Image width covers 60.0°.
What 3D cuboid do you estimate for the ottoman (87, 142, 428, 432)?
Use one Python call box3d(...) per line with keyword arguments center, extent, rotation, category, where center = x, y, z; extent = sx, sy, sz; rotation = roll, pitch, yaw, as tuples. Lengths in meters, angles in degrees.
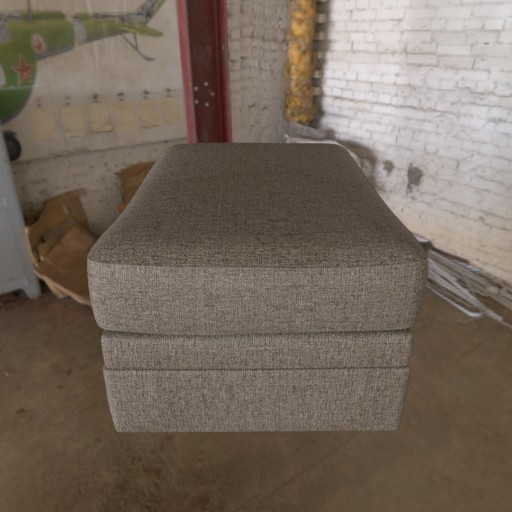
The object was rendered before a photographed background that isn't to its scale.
box3d(center=(0.000, 0.000, 1.226), extent=(0.637, 0.478, 0.885), rotation=(0, 27, -1), category="ottoman")
